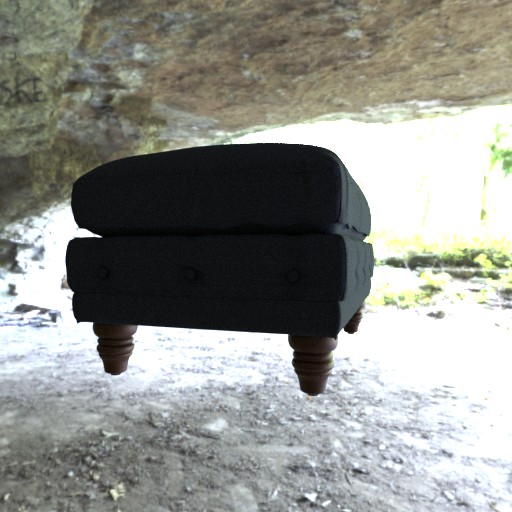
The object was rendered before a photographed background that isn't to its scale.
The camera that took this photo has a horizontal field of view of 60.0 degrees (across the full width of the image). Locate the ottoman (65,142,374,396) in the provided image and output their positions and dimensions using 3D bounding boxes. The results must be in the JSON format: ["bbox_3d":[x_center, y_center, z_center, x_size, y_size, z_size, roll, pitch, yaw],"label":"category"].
[{"bbox_3d":[0.000,0.000,1.152,0.558,0.486,0.767,0,1,18],"label":"ottoman"}]
